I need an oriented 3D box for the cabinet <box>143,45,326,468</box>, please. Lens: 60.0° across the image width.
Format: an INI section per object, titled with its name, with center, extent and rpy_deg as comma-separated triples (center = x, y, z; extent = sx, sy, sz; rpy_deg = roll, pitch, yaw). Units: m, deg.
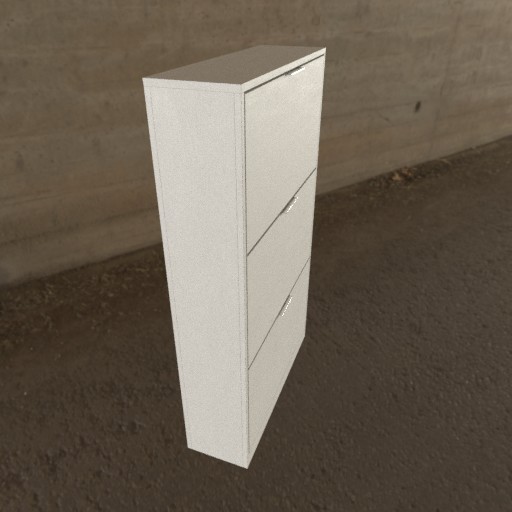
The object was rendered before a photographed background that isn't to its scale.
[cabinet]
center = 0.000, 0.000, 1.568
extent = 0.250, 1.280, 0.750
rpy_deg = 11, 33, 18
